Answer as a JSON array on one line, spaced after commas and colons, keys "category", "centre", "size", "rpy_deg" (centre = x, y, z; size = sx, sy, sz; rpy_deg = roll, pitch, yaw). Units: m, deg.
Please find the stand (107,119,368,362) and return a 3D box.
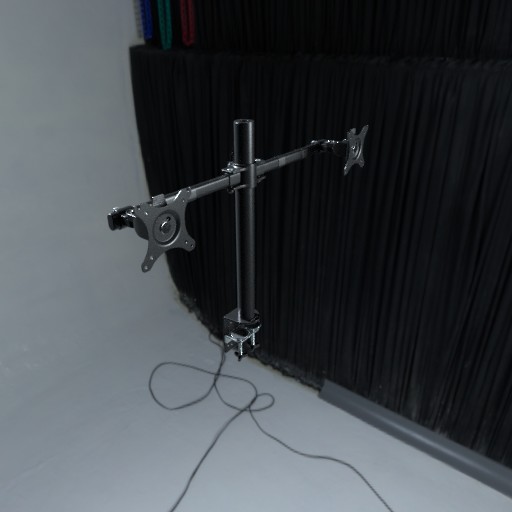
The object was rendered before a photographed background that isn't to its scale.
[{"category": "stand", "centre": [0.000, 0.000, 1.030], "size": [0.150, 0.603, 0.743], "rpy_deg": [20, 33, 33]}]
